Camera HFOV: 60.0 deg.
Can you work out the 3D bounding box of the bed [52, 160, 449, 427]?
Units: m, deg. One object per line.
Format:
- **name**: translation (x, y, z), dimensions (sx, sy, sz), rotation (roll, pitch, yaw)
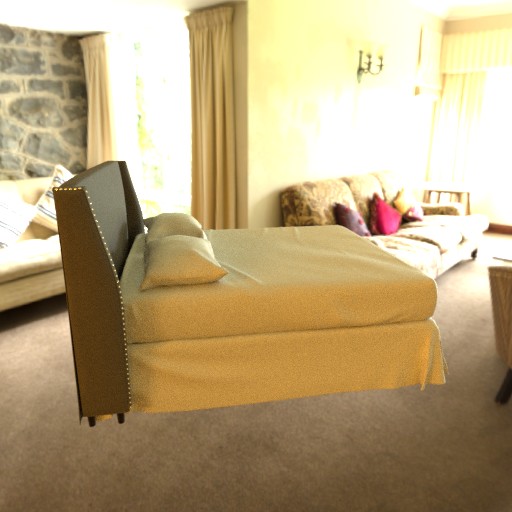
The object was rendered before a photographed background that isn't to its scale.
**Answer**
- **bed**: translation (0.000, 0.000, 3.298), dimensions (2.276, 1.332, 1.925), rotation (-3, 16, -10)
